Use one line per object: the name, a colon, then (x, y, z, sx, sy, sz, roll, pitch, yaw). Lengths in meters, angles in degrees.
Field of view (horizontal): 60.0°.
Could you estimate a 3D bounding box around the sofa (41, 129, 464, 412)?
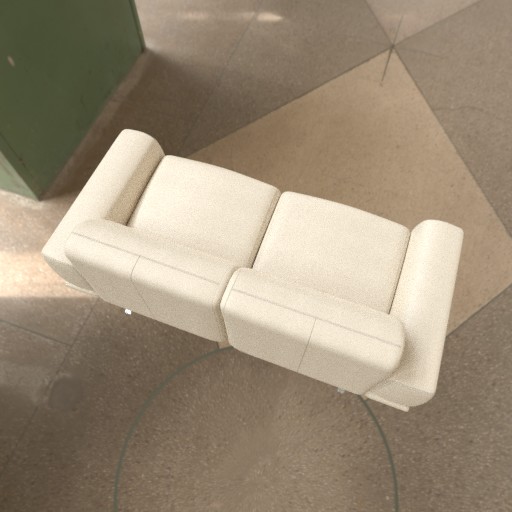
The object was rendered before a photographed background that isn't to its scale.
sofa: (0.000, 0.000, 2.283, 1.901, 0.772, 0.900, 18, 64, 9)
